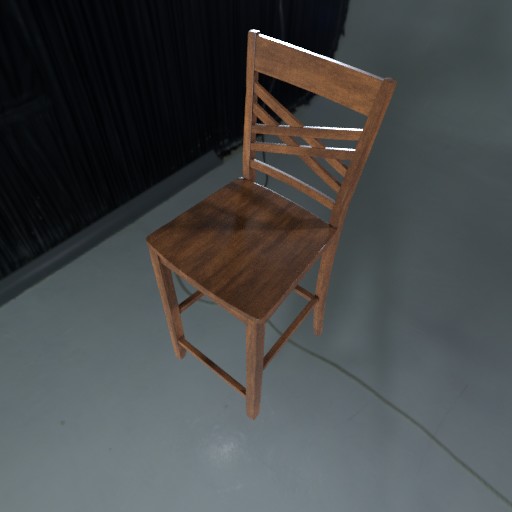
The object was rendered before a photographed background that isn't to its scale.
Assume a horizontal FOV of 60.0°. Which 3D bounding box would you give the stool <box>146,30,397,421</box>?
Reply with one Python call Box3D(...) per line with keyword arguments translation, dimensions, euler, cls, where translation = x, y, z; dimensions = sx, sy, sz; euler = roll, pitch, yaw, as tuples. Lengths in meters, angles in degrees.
Box3D(translation=(0.000, 0.000, 1.374), dimensions=(0.426, 1.098, 0.504), euler=(32, 57, 25), cls="stool")
